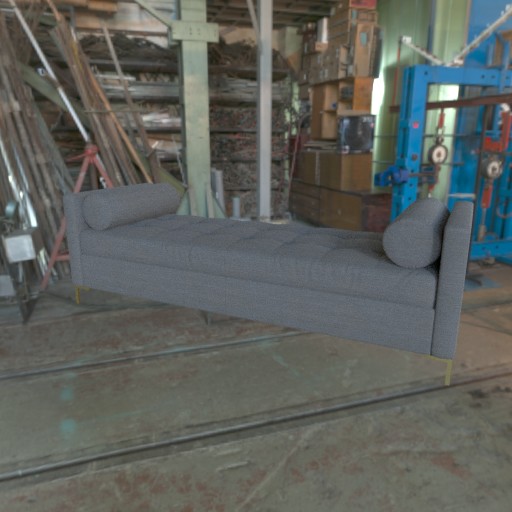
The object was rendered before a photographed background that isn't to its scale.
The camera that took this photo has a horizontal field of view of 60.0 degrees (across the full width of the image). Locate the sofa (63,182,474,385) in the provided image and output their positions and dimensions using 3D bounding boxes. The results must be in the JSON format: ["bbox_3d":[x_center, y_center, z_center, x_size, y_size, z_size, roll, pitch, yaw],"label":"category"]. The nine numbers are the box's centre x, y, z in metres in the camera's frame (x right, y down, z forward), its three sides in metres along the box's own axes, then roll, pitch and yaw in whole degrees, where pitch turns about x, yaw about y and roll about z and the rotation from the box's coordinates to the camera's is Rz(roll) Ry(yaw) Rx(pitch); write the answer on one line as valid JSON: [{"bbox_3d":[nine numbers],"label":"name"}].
[{"bbox_3d":[0.000,0.000,2.314,1.981,0.635,0.686,7,17,25],"label":"sofa"}]
